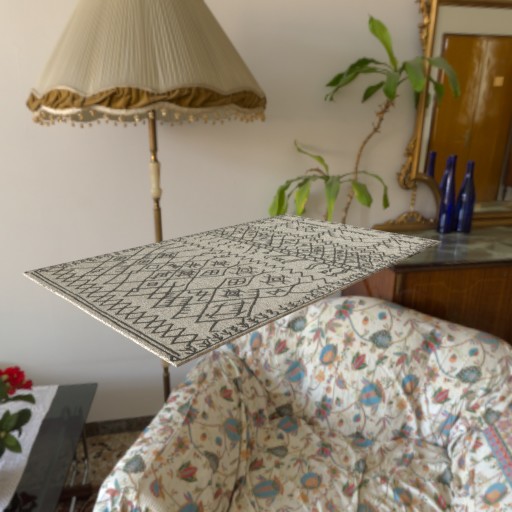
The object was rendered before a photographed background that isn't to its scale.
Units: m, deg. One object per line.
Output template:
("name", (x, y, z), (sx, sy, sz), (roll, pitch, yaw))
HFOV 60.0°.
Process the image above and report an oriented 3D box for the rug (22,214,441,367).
("rug", (0.000, 0.000, 4.671), (2.393, 0.019, 3.824), (15, 23, 41))
